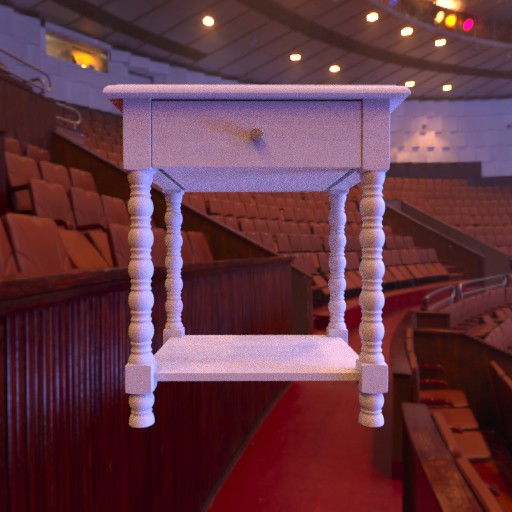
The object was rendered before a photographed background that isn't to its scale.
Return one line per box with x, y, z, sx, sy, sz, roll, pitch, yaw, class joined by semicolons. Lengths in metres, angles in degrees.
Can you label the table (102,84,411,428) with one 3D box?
0.000;0.000;0.855;0.460;0.531;0.381;0;1;0;table
